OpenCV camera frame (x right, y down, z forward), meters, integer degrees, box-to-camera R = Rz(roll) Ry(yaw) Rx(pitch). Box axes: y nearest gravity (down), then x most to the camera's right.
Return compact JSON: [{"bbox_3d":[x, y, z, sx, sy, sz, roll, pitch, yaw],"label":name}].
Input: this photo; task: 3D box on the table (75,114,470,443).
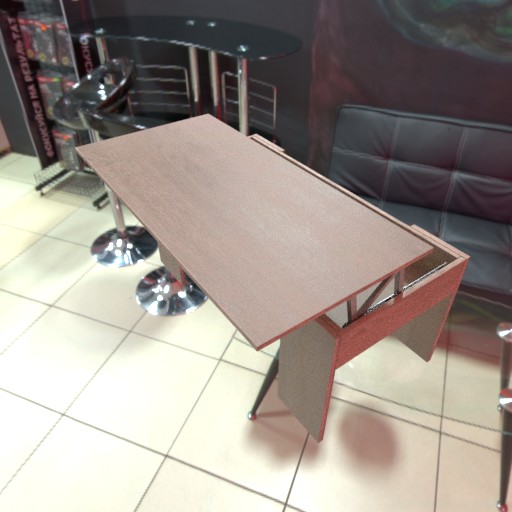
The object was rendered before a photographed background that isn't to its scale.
[{"bbox_3d":[0.000,0.000,1.440,0.711,0.570,1.000,-24,45,-27],"label":"table"}]
